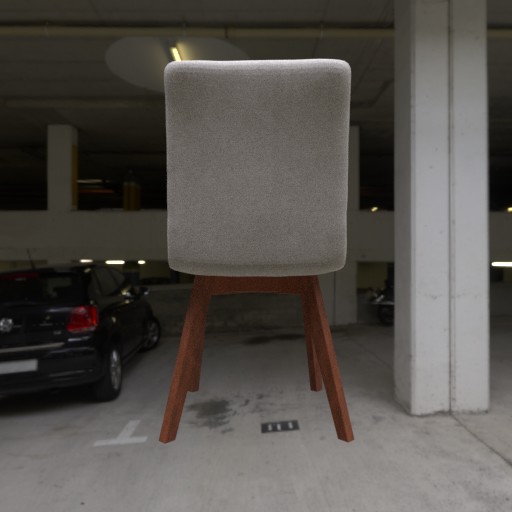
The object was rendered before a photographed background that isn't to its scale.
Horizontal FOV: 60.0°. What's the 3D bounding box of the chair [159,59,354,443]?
[{"bbox_3d":[0.000,0.000,1.347,0.522,0.974,0.563,0,0,-1],"label":"chair"}]
